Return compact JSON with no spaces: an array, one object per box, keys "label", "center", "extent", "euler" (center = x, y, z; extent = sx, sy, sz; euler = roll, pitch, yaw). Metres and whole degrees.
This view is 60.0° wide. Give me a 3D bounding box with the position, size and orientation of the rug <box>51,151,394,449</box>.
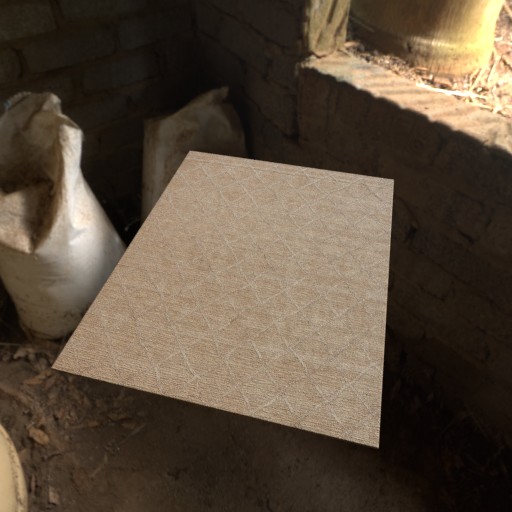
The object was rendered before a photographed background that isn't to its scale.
[{"label":"rug","center":[0.000,0.000,4.145],"extent":[2.420,0.019,3.039],"euler":[10,47,10]}]
